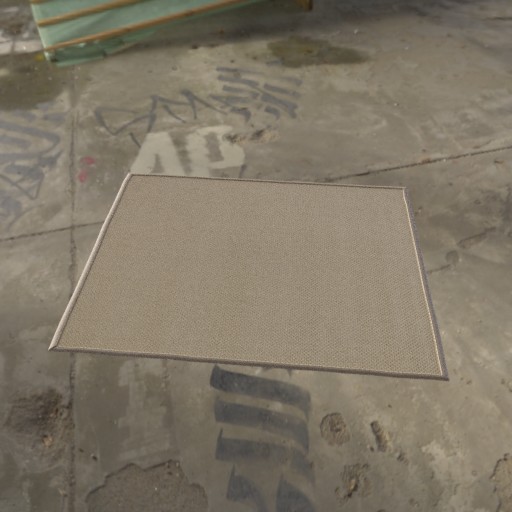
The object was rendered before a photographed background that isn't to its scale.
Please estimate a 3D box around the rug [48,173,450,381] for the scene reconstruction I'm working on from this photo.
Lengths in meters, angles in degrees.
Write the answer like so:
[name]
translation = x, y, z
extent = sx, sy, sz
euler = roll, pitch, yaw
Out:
[rug]
translation = 0.000, 0.000, 2.773
extent = 2.081, 0.020, 1.525
euler = 4, 48, 3
